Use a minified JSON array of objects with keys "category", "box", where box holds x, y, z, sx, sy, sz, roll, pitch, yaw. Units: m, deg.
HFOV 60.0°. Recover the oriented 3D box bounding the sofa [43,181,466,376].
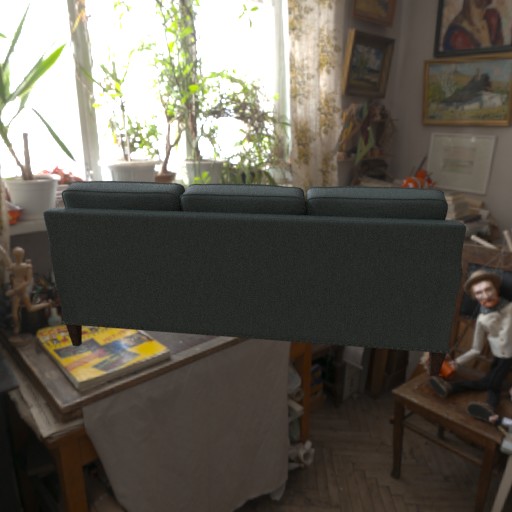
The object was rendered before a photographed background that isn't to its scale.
[{"category":"sofa","box":[0.000,0.000,2.820,2.246,1.003,1.084,3,17,9]}]
